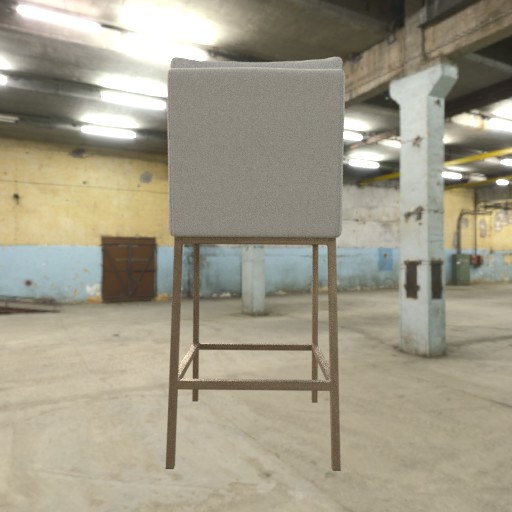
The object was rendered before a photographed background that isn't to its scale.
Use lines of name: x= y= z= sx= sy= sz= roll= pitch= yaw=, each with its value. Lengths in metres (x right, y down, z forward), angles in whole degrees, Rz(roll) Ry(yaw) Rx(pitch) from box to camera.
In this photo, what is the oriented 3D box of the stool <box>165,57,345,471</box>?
stool: x=0.000 y=0.000 z=1.330 sx=0.463 sy=1.032 sz=0.572 roll=0 pitch=-1 yaw=0
